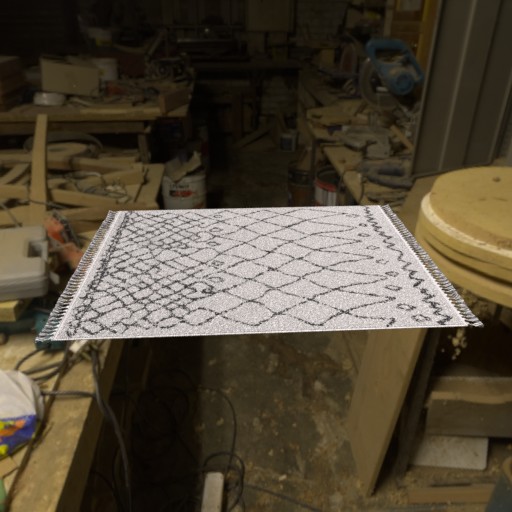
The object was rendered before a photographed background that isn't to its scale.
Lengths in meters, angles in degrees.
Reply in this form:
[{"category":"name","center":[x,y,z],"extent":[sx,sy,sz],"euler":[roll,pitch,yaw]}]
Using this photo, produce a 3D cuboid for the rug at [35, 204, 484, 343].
[{"category":"rug","center":[0.000,0.000,2.977],"extent":[2.312,0.017,1.613],"euler":[-2,30,-3]}]
